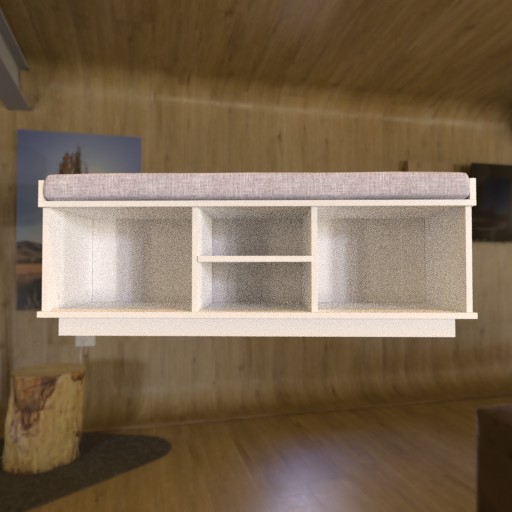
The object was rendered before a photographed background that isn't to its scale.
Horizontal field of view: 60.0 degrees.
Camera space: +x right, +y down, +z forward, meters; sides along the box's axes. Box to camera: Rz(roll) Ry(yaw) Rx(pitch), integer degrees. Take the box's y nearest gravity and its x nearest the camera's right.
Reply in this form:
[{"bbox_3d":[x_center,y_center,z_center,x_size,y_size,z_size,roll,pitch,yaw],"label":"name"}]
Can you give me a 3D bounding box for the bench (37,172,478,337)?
[{"bbox_3d":[0.000,0.000,1.376,1.196,0.453,0.363,0,-1,1],"label":"bench"}]
